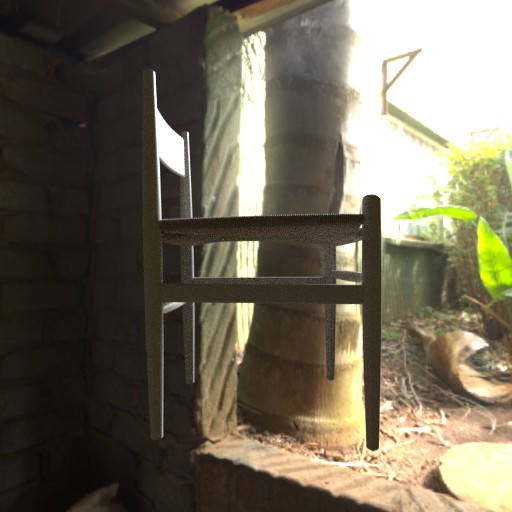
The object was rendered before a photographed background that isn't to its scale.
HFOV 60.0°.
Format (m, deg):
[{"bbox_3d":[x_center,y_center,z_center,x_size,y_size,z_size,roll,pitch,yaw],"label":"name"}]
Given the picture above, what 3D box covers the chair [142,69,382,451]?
[{"bbox_3d":[0.000,0.000,1.126,0.495,0.762,0.556,0,-1,1],"label":"chair"}]
